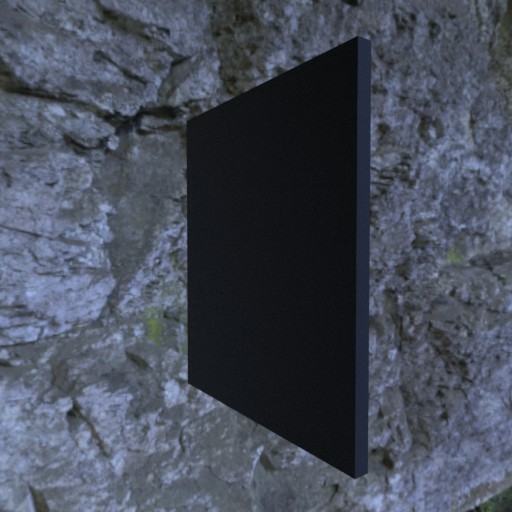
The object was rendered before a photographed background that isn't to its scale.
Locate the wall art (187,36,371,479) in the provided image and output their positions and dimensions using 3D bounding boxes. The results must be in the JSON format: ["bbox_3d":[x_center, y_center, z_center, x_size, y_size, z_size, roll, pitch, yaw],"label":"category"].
[{"bbox_3d":[0.000,0.000,0.685,0.023,0.505,0.428,-1,2,-35],"label":"wall art"}]
